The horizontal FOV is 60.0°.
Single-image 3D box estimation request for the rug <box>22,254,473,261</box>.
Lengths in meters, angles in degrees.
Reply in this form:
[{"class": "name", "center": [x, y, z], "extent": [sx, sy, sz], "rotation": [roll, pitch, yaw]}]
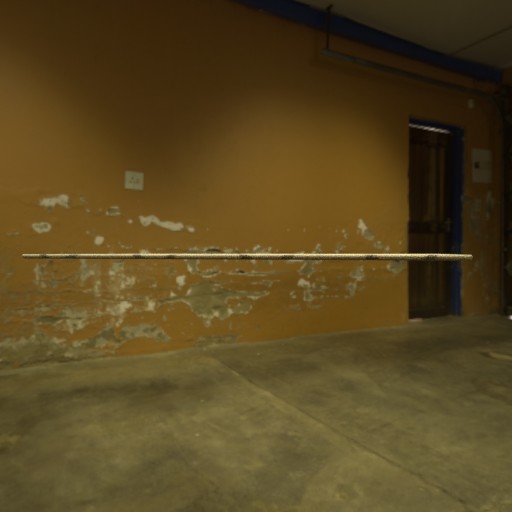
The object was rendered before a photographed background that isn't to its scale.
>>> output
[{"class": "rug", "center": [0.000, 0.000, 2.896], "extent": [2.348, 0.024, 1.501], "rotation": [0, 0, 17]}]
